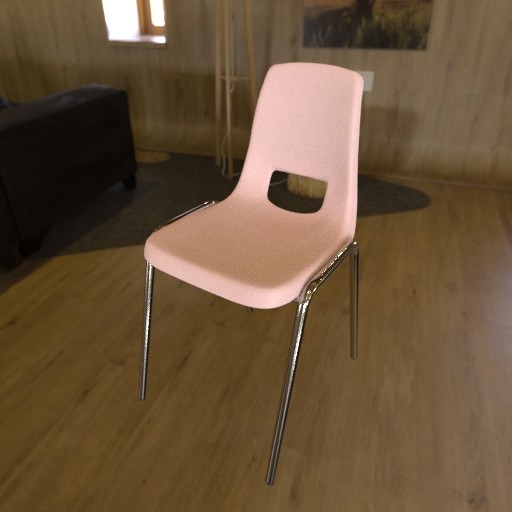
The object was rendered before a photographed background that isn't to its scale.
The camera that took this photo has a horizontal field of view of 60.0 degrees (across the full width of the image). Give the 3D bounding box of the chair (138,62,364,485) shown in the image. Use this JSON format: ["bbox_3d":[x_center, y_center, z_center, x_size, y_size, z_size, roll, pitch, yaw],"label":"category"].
[{"bbox_3d":[0.000,0.000,0.925,0.381,0.704,0.436,20,35,30],"label":"chair"}]
